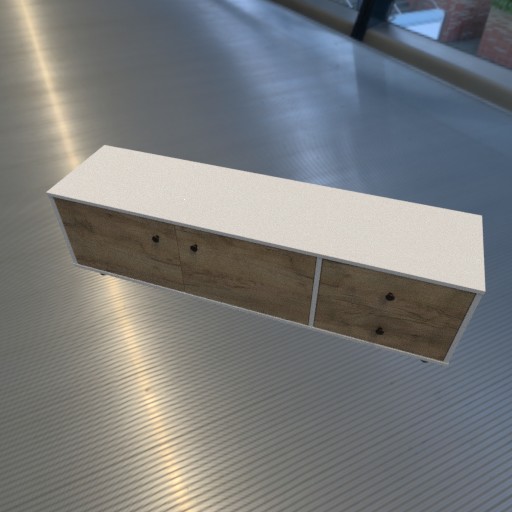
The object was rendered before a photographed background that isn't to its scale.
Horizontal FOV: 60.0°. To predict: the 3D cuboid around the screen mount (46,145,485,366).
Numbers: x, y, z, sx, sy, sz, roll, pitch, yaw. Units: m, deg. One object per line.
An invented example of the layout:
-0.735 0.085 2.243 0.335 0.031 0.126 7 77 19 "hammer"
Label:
0.000 0.000 1.841 1.600 0.520 0.418 13 44 14 "screen mount"
